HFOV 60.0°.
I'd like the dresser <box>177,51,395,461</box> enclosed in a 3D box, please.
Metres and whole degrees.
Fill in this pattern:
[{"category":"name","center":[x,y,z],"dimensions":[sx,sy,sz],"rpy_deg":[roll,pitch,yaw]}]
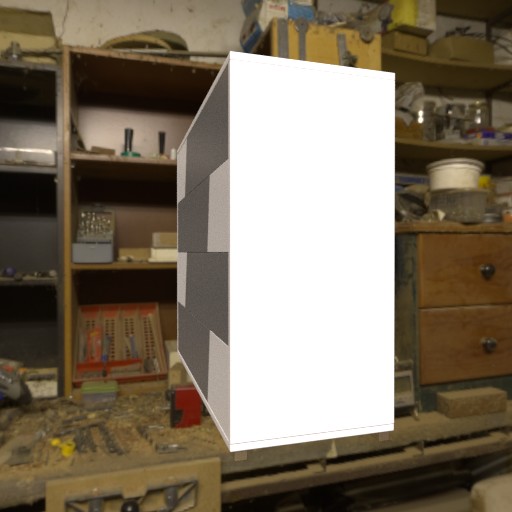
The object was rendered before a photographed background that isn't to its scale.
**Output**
[{"category":"dresser","center":[0.000,0.000,1.667],"dimensions":[0.460,1.000,1.100],"rpy_deg":[0,0,-17]}]
